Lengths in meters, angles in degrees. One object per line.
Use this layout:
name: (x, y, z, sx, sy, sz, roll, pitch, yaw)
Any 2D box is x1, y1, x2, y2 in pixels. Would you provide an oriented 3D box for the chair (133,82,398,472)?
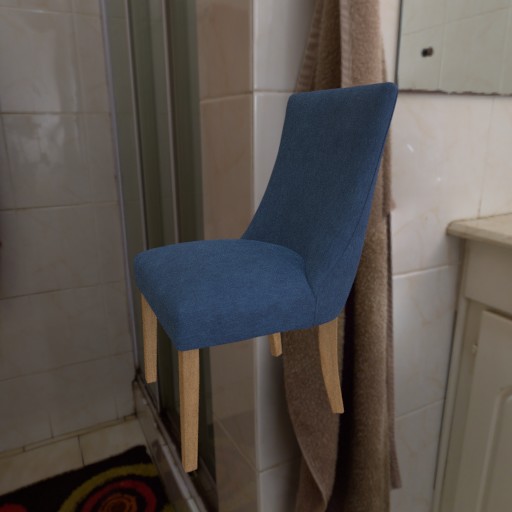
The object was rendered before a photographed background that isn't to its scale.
chair: (0.000, 0.000, 1.244, 0.609, 0.902, 0.495, -8, 18, -24)
